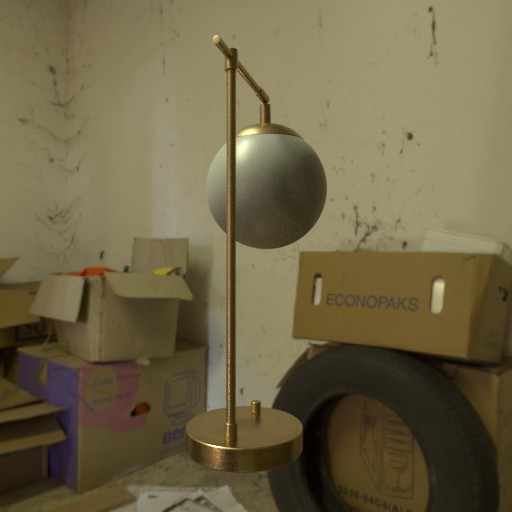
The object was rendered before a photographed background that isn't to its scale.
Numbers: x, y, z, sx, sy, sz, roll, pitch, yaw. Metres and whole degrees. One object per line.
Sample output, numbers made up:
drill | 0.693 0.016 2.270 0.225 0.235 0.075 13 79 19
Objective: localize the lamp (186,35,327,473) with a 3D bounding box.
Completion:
lamp | 0.000 0.000 0.707 0.207 0.559 0.324 0 -1 18
